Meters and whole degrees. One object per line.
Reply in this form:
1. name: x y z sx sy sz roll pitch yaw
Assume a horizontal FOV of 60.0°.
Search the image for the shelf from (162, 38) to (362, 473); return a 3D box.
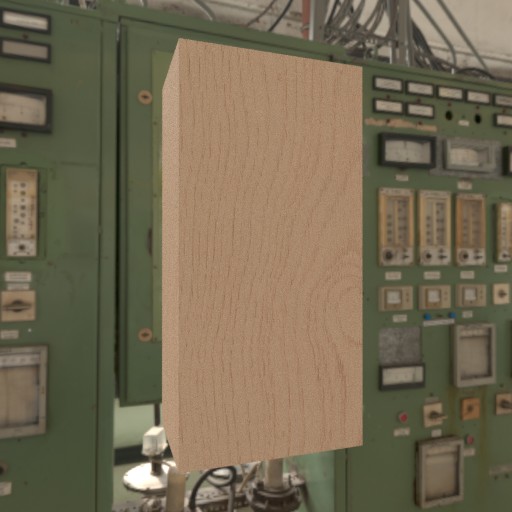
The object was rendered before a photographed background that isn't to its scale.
1. shelf: 0.000 0.000 0.750 0.290 0.600 0.200 0 0 -18
